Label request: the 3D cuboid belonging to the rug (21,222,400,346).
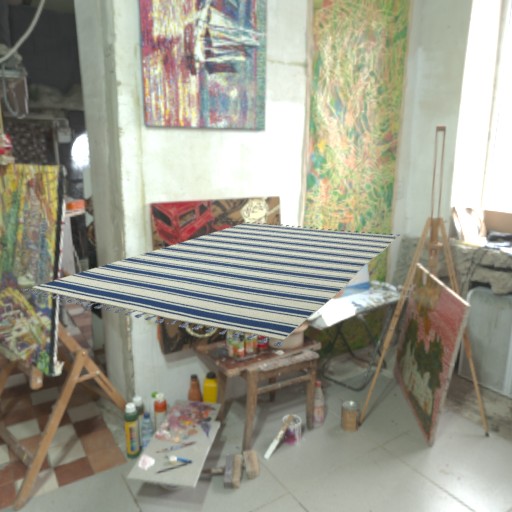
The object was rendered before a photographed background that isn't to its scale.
[{"bbox_3d":[0.000,0.000,2.557,1.248,0.009,2.108,7,15,27],"label":"rug"}]
